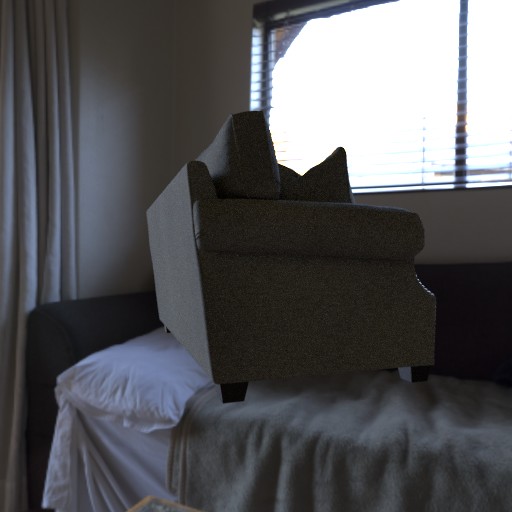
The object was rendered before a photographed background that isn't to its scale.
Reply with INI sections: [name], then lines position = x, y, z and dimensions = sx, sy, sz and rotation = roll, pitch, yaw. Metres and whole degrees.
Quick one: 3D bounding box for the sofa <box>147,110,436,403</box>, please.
[sofa]
position = 0.000, 0.000, 2.262
dimensions = 0.966, 0.966, 1.701
rotation = 0, 0, -19
